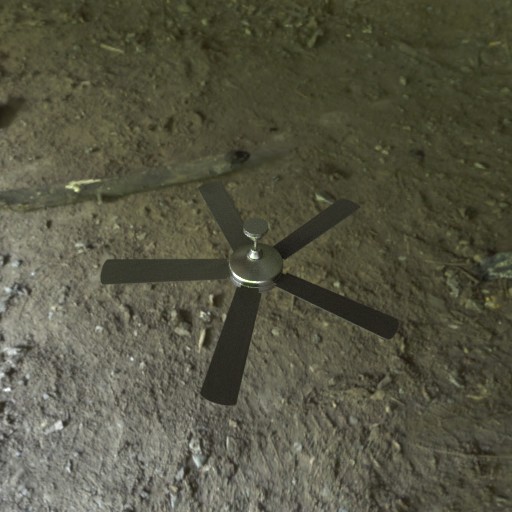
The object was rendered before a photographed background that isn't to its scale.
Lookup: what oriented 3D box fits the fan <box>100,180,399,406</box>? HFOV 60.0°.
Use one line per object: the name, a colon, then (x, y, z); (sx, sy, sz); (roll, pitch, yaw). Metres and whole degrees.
fan: (0.000, 0.000, 1.975); (1.321, 0.356, 1.321); (16, 48, 15)
